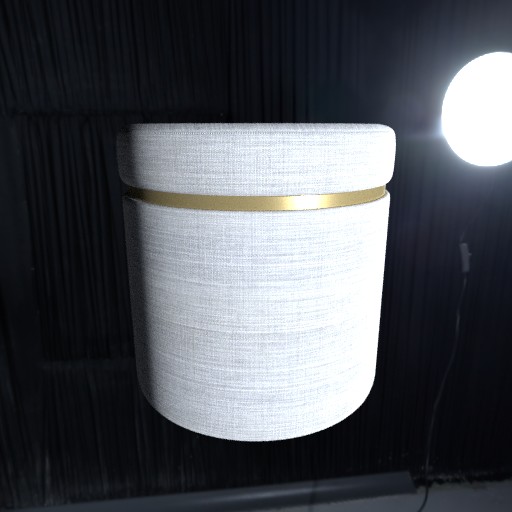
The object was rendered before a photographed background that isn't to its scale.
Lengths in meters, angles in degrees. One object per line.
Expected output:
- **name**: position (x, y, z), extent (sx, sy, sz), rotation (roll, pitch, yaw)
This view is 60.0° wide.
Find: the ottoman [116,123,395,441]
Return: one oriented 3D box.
- **ottoman**: position (0.000, 0.000, 0.712), extent (0.400, 0.406, 0.400), rotation (0, 16, 0)
